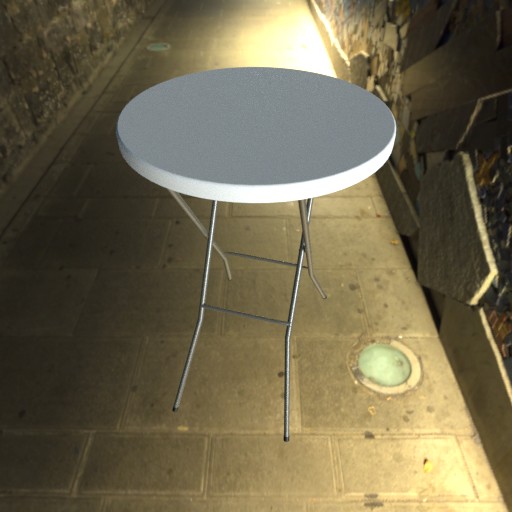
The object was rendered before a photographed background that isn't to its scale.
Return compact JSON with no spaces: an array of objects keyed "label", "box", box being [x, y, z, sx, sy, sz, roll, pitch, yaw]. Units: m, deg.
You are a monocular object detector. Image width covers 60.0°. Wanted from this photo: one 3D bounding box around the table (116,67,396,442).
[{"label":"table","box":[0.000,0.000,1.646,0.792,1.105,0.795,10,42,12]}]
